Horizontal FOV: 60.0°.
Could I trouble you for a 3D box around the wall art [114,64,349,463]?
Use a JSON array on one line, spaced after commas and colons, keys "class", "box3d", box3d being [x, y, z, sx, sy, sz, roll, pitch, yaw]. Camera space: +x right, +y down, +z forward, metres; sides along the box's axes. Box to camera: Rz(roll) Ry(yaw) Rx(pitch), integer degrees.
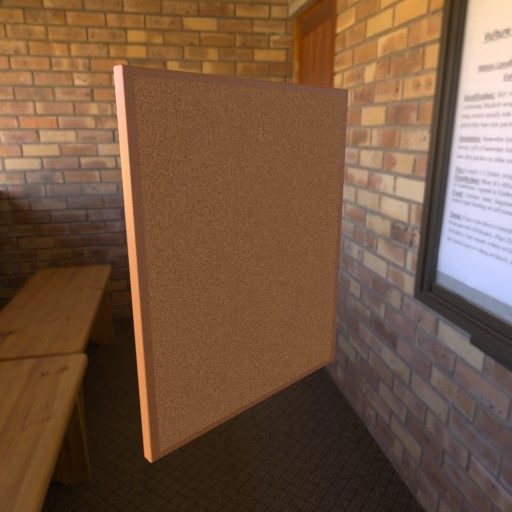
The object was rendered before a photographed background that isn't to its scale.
[{"class": "wall art", "box3d": [0.000, 0.000, 0.511, 0.310, 0.379, 0.015, -14, 21, -42]}]
